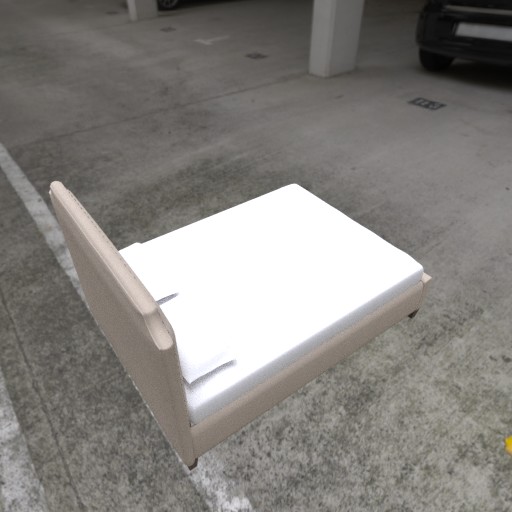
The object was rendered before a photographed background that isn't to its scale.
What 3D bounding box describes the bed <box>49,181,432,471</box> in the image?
[{"bbox_3d":[0.000,0.000,3.440,2.372,1.443,1.713,-25,46,-27],"label":"bed"}]
